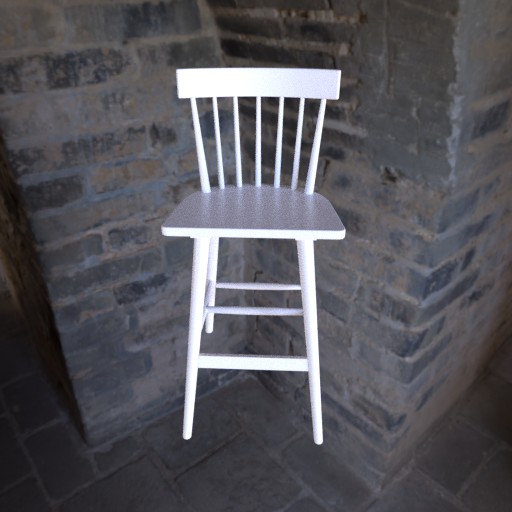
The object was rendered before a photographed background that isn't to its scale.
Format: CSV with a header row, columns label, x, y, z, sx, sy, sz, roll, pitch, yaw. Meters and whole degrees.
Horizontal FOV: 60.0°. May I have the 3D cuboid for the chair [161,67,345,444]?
label,x,y,z,sx,sy,sz,roll,pitch,yaw
chair,0.000,0.000,1.434,0.483,1.092,0.572,1,30,2
